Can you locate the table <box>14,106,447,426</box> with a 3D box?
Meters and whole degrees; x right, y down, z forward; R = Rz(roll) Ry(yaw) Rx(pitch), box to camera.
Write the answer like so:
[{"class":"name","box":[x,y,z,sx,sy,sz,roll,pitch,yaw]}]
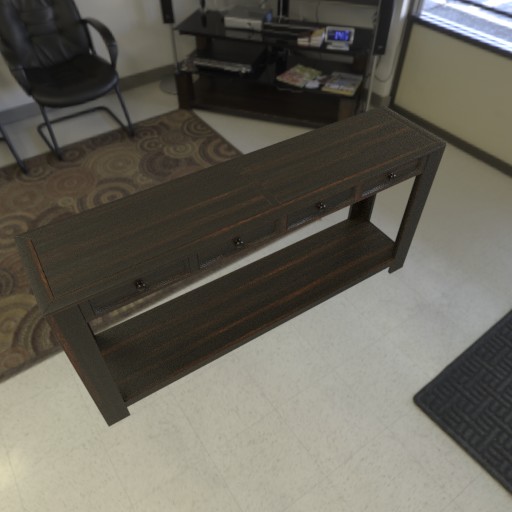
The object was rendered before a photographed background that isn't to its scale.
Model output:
[{"class":"table","box":[0.000,0.000,1.907,1.631,0.762,0.384,-24,51,-21]}]
